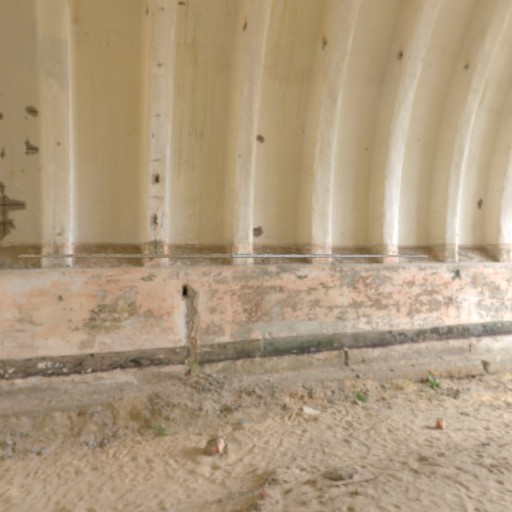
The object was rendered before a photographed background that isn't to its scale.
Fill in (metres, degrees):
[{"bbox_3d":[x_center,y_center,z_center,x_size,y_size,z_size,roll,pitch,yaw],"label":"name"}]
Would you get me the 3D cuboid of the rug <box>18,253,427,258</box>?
[{"bbox_3d":[0.000,0.000,3.440,1.819,0.018,2.746,0,0,37],"label":"rug"}]
